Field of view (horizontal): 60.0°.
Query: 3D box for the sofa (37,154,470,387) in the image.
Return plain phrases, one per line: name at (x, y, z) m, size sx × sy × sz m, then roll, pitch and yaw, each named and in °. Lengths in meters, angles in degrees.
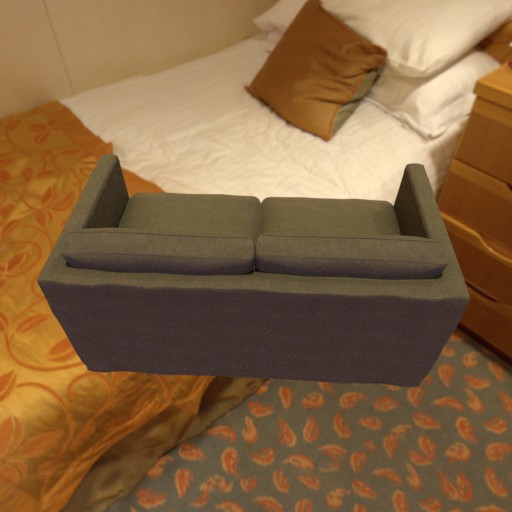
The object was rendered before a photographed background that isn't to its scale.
sofa at (0.000, 0.000, 2.327) m, size 1.802 × 0.854 × 0.974 m, roll 2°, pitch 46°, yaw 2°
